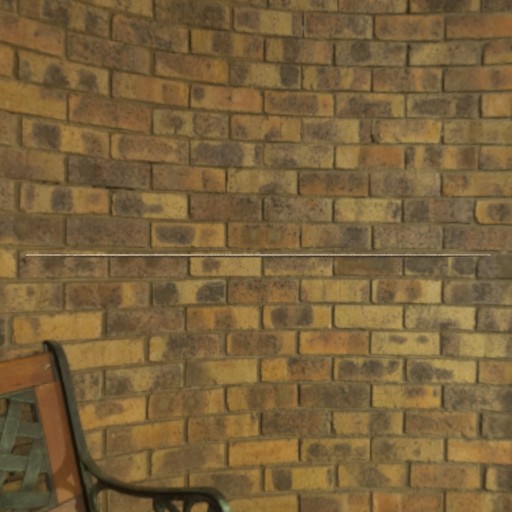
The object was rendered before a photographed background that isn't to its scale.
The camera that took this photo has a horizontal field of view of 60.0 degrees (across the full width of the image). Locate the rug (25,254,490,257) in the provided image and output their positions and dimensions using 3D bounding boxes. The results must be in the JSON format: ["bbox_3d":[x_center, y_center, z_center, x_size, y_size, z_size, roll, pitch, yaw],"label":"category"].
[{"bbox_3d":[0.000,0.000,2.689,2.435,0.011,0.750,0,-1,2],"label":"rug"}]
